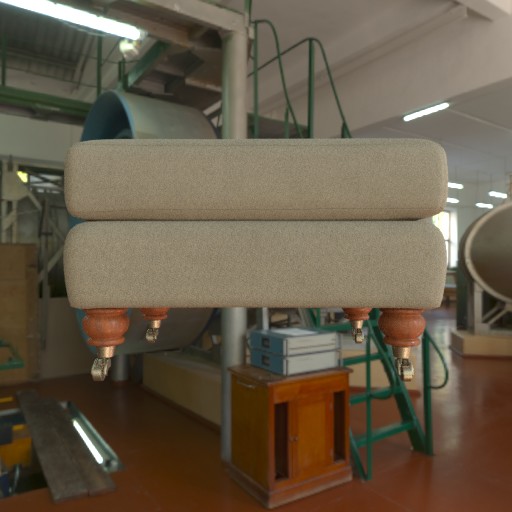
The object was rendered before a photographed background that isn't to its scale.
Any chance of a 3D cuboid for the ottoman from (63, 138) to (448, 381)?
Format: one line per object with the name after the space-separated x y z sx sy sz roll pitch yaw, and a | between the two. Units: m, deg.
0.000 0.000 1.124 0.773 0.504 0.569 0 -1 1 | ottoman
